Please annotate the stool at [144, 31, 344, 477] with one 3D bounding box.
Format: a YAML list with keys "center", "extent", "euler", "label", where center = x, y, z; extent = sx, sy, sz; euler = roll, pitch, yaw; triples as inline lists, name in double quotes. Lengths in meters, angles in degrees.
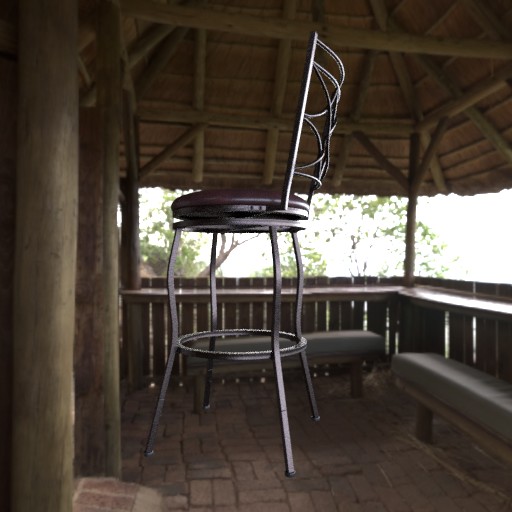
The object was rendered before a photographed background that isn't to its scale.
- center: [0.000, 0.000, 1.367]
  extent: [0.534, 1.117, 0.434]
  euler: [0, 0, 17]
  label: "stool"
